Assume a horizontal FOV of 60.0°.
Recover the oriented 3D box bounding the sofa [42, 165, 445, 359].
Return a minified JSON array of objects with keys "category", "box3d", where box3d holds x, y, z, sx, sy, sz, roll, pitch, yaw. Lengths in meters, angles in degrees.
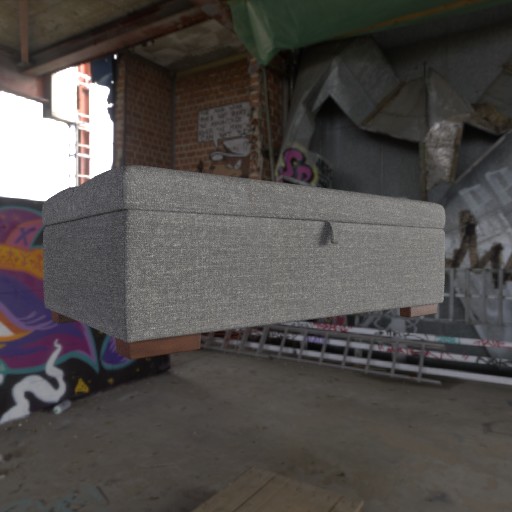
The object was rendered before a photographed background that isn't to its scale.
[{"category":"sofa","box3d":[0.000,0.000,1.534,1.198,0.417,0.782,0,0,-37]}]
